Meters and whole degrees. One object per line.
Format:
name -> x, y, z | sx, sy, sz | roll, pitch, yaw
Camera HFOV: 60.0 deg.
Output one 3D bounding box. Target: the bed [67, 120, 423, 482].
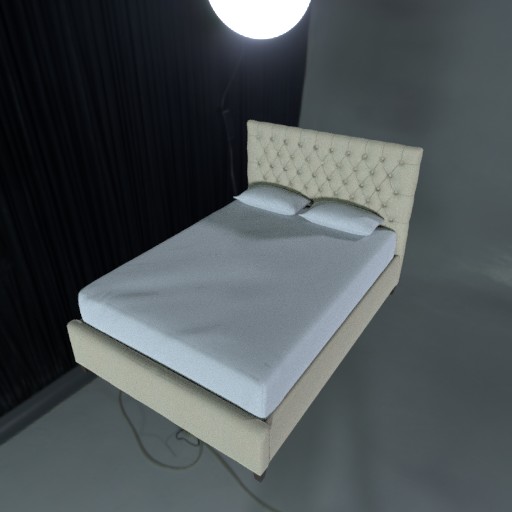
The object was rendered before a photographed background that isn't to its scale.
bed -> 0.000, 0.000, 3.463 | 1.698, 1.427, 2.387 | 19, 35, 29
